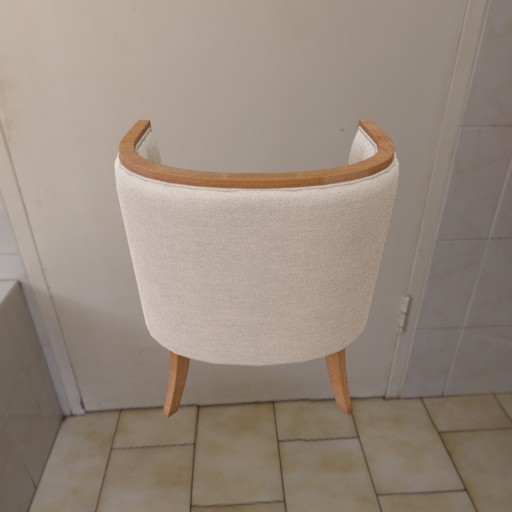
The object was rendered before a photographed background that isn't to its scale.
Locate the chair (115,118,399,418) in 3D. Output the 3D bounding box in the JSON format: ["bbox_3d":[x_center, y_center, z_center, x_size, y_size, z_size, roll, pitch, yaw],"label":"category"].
[{"bbox_3d":[0.000,0.000,1.379,0.711,0.775,0.757,-1,30,-1],"label":"chair"}]
